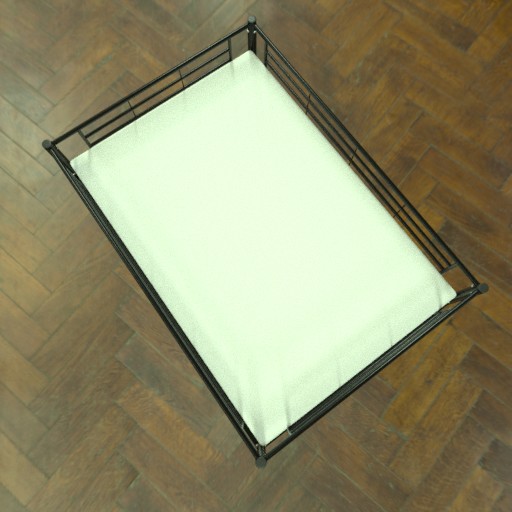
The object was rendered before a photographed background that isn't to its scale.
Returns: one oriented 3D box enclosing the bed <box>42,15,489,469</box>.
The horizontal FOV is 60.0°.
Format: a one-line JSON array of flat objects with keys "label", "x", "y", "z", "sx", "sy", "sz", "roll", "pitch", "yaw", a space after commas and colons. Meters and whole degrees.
[{"label": "bed", "x": 0.000, "y": 0.000, "z": 3.133, "sx": 1.397, "sy": 1.803, "sz": 1.994, "roll": -35, "pitch": 78, "yaw": -8}]
